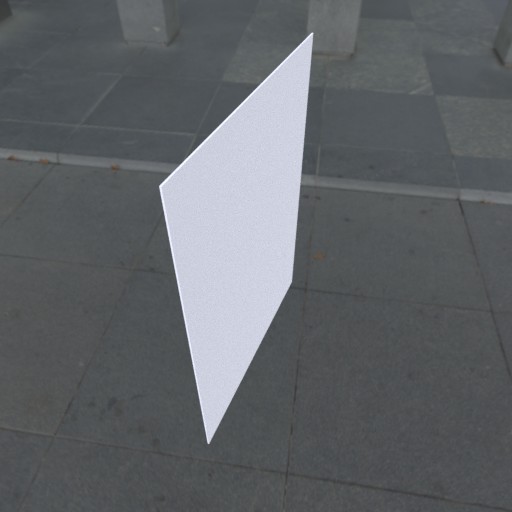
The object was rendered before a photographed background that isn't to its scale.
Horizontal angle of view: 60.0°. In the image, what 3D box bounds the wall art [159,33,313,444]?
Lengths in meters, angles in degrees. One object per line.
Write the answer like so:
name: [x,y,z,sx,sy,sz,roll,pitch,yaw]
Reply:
wall art: [0.000,0.000,0.790,0.003,0.610,0.457,17,48,17]
